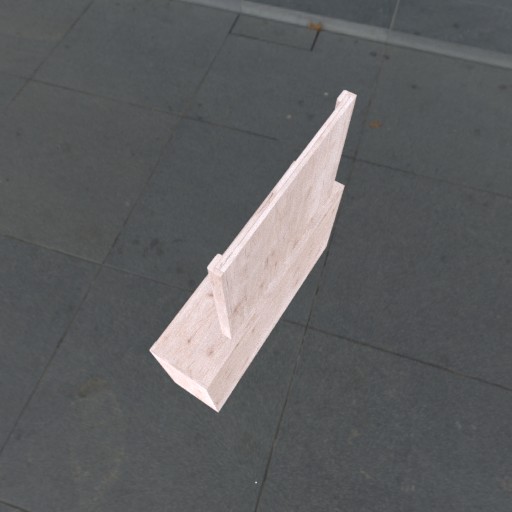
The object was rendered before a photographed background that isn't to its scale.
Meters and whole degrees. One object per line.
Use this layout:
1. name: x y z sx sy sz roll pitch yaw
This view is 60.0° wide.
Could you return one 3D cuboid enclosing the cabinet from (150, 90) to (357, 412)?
1. cabinet: 0.000 0.000 2.857 0.420 1.981 1.700 30 67 14
